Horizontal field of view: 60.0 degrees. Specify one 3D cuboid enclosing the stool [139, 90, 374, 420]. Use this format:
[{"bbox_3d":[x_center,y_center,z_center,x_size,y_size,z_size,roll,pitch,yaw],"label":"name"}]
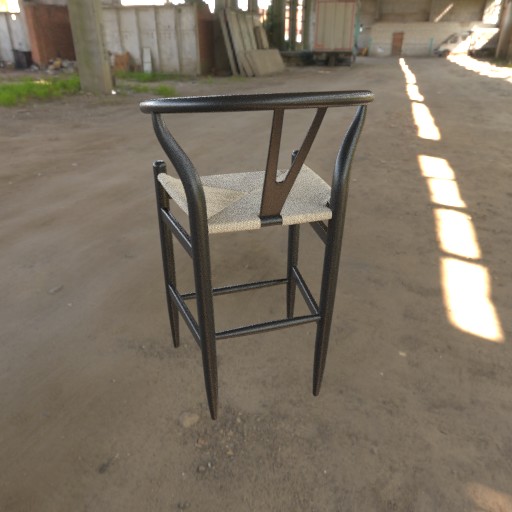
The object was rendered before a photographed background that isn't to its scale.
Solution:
[{"bbox_3d":[0.000,0.000,1.311,0.569,0.970,0.579,-8,28,-16],"label":"stool"}]
